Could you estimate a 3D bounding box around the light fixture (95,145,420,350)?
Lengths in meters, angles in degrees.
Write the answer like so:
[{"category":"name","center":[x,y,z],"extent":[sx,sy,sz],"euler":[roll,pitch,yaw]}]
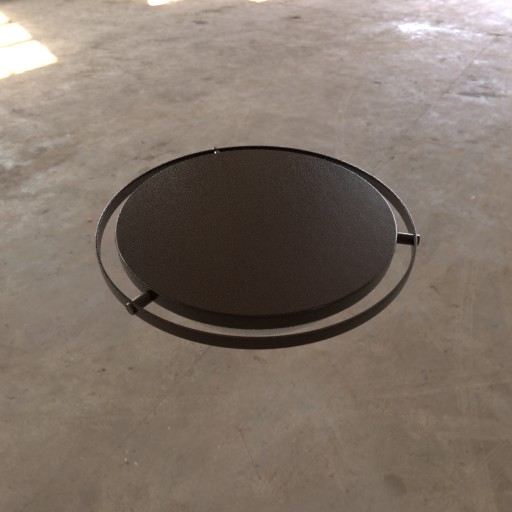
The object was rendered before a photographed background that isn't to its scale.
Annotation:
[{"category":"light fixture","center":[0.000,0.000,0.553],"extent":[0.361,0.130,0.361],"euler":[0,40,0]}]
